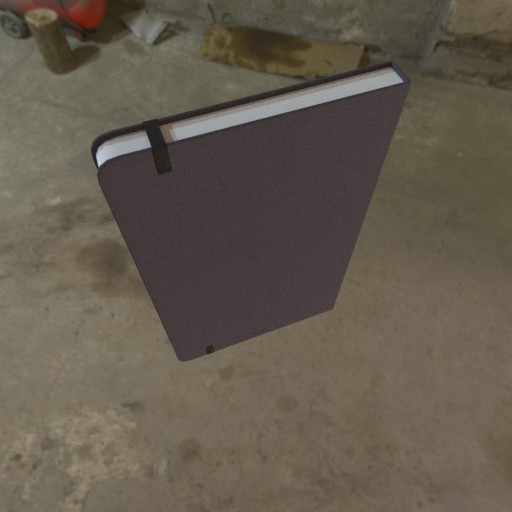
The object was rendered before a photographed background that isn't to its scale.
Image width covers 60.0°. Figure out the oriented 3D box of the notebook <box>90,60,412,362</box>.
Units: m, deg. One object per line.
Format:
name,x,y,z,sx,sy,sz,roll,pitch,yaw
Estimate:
notebook,0.000,0.000,0.258,0.127,0.213,0.016,-18,60,-11
